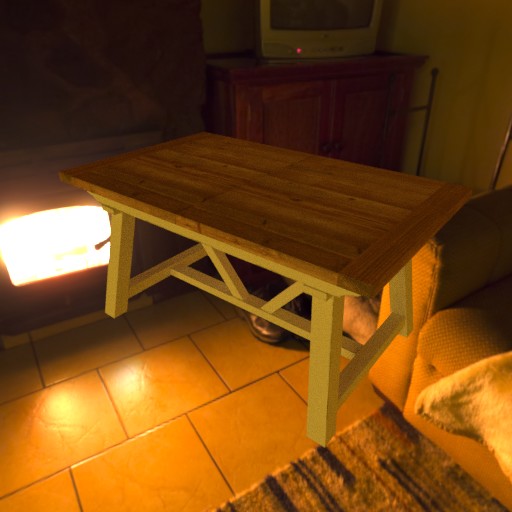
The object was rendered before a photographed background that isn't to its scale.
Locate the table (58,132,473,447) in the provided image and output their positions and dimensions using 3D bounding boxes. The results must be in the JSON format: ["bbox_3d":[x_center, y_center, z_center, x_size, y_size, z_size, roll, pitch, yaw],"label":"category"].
[{"bbox_3d":[0.000,0.000,2.056,1.503,0.743,0.922,21,35,33],"label":"table"}]
